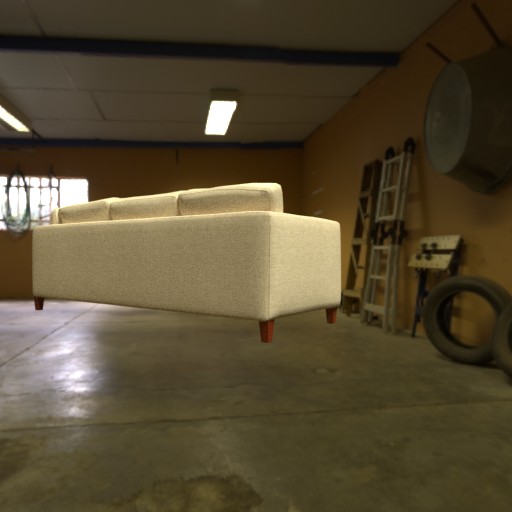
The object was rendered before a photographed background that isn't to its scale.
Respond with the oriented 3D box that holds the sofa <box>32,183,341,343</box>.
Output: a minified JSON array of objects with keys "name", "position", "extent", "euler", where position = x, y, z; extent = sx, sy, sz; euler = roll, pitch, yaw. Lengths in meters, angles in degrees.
[{"name":"sofa","position":[0.000,0.000,4.502],"extent":[2.593,0.947,3.302],"euler":[0,0,35]}]
